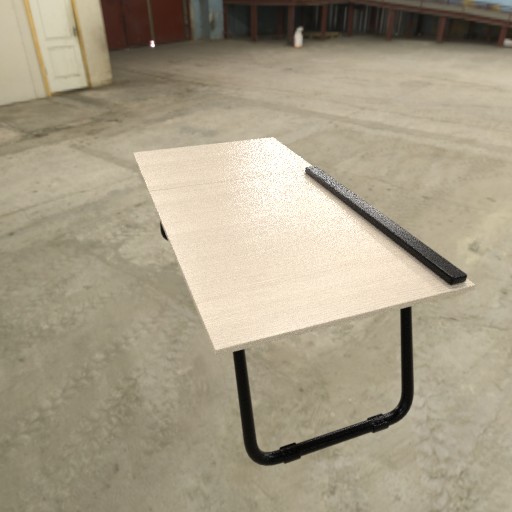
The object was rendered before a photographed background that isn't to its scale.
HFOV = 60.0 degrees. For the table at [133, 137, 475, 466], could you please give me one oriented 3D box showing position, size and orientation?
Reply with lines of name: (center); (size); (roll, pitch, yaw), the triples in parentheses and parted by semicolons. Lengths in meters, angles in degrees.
table: (0.000, 0.000, 0.794); (0.322, 0.242, 0.644); (-11, 33, -17)
